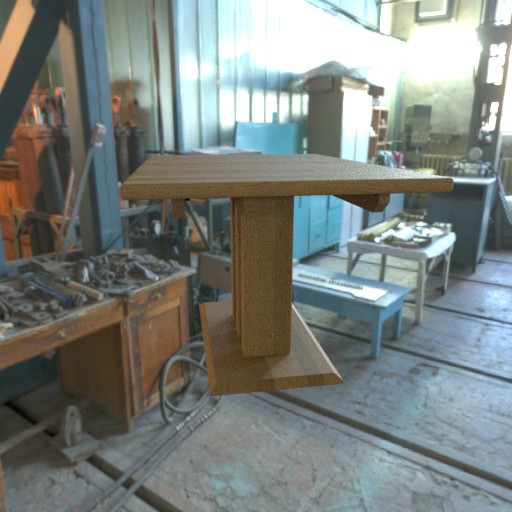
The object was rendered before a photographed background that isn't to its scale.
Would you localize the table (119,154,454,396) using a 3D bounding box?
[{"bbox_3d":[0.000,0.000,1.874,0.900,0.770,1.300,-3,16,-9],"label":"table"}]
